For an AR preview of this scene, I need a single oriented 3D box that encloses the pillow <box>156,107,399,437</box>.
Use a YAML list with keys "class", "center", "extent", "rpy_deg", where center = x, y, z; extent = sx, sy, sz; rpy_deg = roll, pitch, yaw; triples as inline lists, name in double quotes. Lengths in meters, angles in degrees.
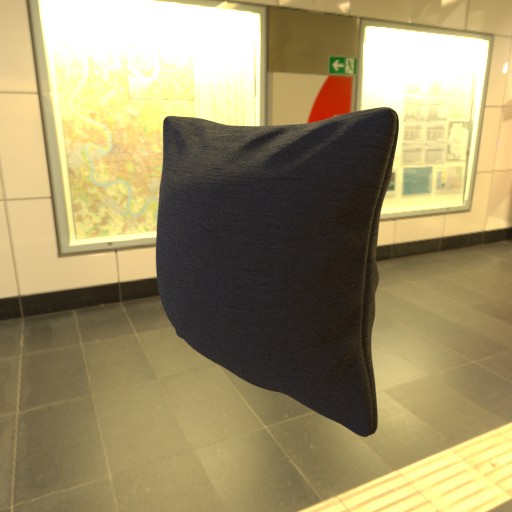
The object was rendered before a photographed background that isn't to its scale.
- class: "pillow"
  center: [0.000, 0.000, 0.668]
  extent: [0.432, 0.414, 0.246]
  rpy_deg: [15, 22, 43]
